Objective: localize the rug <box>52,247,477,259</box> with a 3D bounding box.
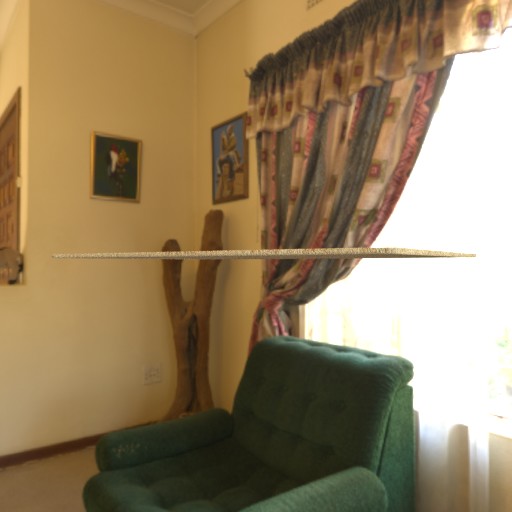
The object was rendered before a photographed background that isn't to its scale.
[{"bbox_3d":[0.000,0.000,2.875,2.349,0.025,1.500,-1,-1,37],"label":"rug"}]
